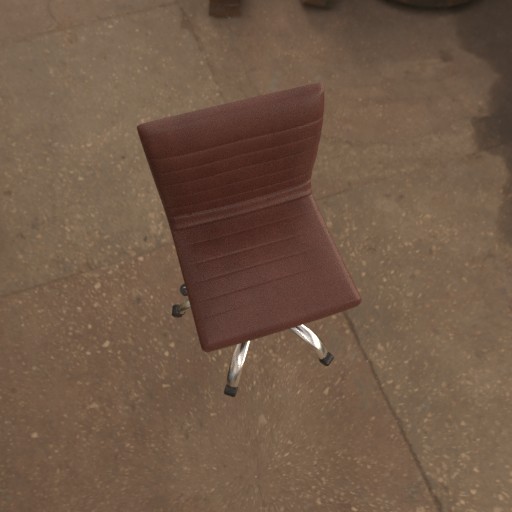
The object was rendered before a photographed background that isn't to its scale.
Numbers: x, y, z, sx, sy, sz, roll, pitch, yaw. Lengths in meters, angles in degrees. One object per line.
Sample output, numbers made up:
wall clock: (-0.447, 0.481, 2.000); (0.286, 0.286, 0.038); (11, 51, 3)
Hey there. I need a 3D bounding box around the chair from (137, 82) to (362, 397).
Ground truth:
chair: (0.000, 0.000, 1.159); (0.556, 0.780, 0.530); (-16, 65, -8)
